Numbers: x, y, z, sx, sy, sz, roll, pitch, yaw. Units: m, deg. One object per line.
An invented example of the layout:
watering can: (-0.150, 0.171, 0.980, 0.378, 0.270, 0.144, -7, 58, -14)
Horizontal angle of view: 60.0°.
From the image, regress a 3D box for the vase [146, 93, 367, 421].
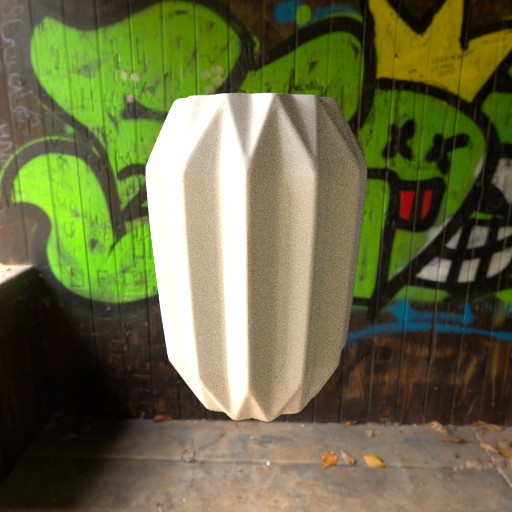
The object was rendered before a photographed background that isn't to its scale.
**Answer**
vase: (0.000, 0.000, 0.413, 0.195, 0.275, 0.195, 0, 15, 0)
